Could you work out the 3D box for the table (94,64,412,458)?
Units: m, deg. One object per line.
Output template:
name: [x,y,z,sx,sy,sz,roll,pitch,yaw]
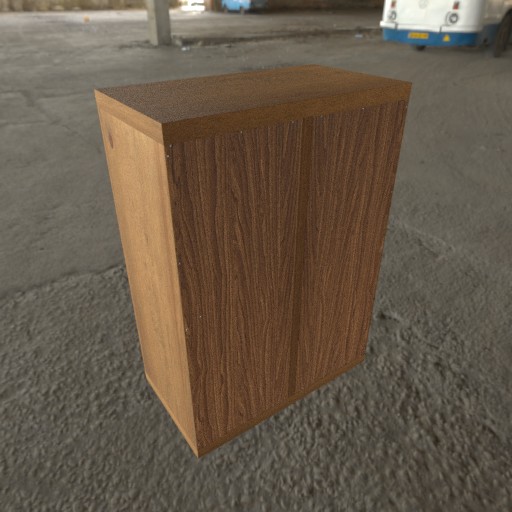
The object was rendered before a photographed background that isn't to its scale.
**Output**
table: [0.000,0.000,1.769,0.901,1.294,0.524,-20,37,-29]
